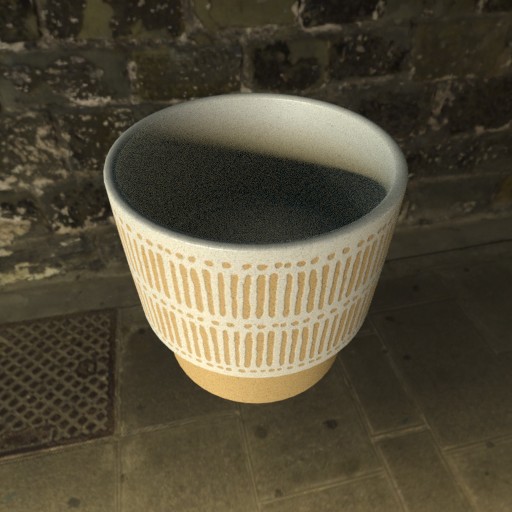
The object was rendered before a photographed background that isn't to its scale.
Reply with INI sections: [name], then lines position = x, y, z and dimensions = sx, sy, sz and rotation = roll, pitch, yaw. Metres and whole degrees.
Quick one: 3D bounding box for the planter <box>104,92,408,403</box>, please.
[planter]
position = 0.000, 0.000, 0.575
dimensions = 0.317, 0.303, 0.317
rotation = 0, 43, 0
